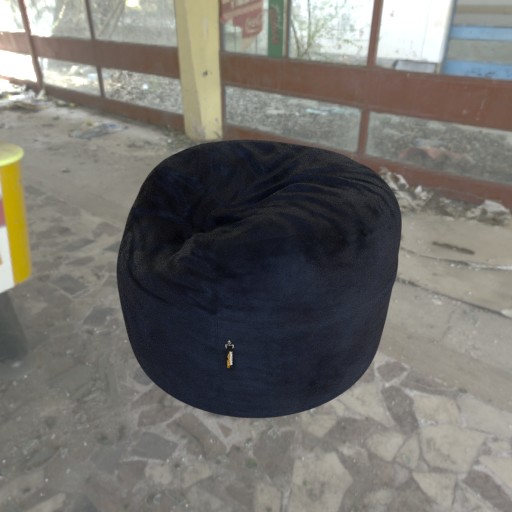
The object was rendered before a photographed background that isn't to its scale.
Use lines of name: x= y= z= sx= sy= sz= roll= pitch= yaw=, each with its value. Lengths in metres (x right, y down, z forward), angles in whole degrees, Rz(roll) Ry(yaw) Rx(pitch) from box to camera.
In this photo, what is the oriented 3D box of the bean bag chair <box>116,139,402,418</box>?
bean bag chair: x=0.000 y=0.000 z=1.498 sx=0.918 sy=0.616 sz=0.918 roll=0 pitch=30 yaw=0
